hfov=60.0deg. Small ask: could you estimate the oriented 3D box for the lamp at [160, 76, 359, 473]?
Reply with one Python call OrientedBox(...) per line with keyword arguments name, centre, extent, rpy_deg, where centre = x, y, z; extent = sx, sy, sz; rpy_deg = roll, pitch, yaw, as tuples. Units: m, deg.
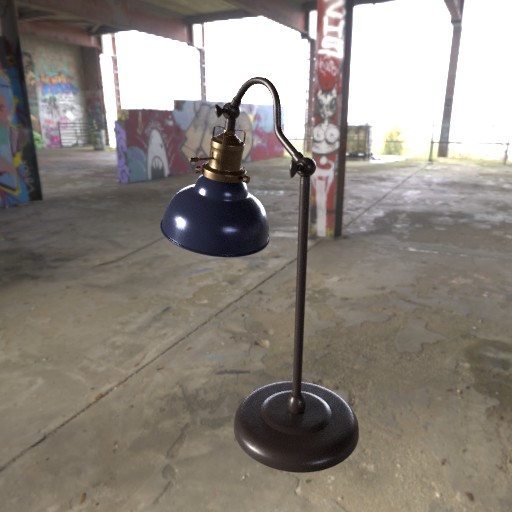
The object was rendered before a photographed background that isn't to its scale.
OrientedBox(name="lamp", centre=(0.000, 0.000, 0.675), extent=(0.192, 0.508, 0.374), rpy_deg=(-15, 23, -40))
